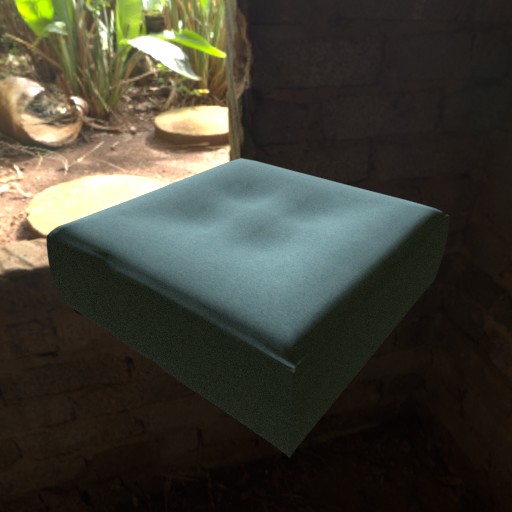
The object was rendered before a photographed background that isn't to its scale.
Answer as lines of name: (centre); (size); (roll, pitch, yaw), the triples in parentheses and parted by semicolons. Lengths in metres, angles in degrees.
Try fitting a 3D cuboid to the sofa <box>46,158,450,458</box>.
sofa: (0.000, 0.000, 1.465); (0.930, 0.330, 0.930); (22, 37, 33)
